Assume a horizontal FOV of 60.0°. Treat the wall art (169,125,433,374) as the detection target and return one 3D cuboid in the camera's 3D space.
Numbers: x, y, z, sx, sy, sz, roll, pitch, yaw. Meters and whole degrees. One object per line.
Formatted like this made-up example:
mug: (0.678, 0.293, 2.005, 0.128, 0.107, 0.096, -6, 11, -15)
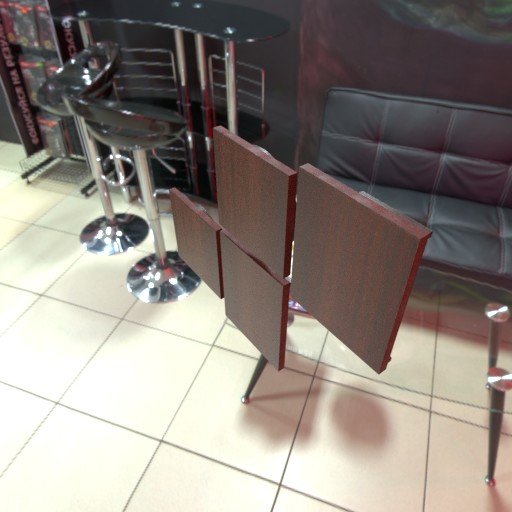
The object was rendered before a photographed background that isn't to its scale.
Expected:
wall art: (0.000, 0.000, 0.845, 0.030, 0.497, 0.635, -26, 47, -27)
